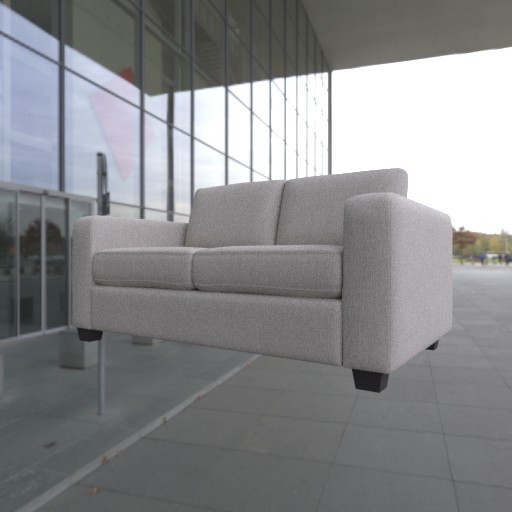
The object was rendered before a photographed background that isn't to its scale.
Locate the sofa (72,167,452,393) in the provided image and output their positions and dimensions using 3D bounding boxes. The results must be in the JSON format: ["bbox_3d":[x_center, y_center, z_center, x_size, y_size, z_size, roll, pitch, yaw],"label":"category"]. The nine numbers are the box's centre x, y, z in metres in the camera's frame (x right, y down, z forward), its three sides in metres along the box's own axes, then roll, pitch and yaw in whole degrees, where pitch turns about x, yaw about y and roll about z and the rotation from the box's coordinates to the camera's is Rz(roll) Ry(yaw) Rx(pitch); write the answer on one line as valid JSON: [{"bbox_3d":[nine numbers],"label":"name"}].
[{"bbox_3d":[0.000,0.000,2.040,1.540,0.800,0.900,0,0,34],"label":"sofa"}]
